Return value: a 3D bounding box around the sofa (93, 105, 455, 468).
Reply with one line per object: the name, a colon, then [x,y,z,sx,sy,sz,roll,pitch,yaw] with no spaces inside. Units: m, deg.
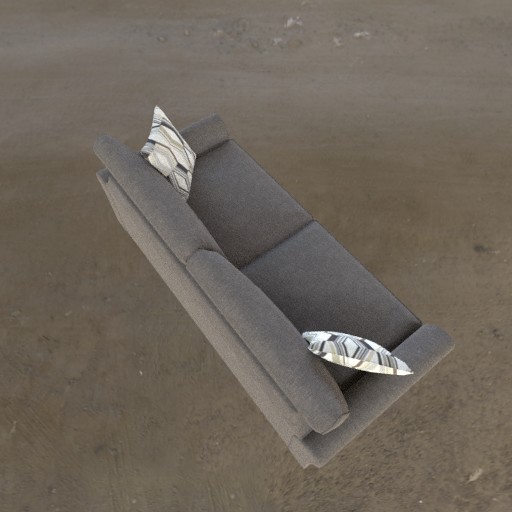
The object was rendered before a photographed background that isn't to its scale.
sofa: [0.000,0.000,2.460,0.889,0.813,2.032,-33,64,-19]
